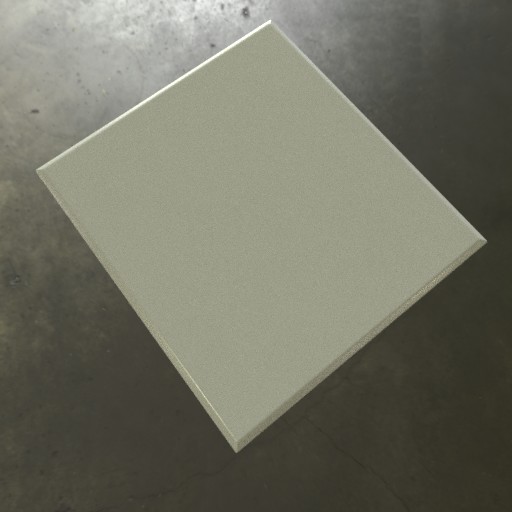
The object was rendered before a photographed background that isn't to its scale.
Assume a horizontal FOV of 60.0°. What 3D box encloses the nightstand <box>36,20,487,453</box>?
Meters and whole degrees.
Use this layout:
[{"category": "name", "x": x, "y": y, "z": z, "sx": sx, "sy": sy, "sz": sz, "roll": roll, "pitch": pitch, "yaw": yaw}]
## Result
[{"category": "nightstand", "x": 0.000, "y": 0.000, "z": 0.920, "sx": 0.459, "sy": 0.555, "sz": 0.505, "roll": -37, "pitch": 77, "yaw": -10}]
